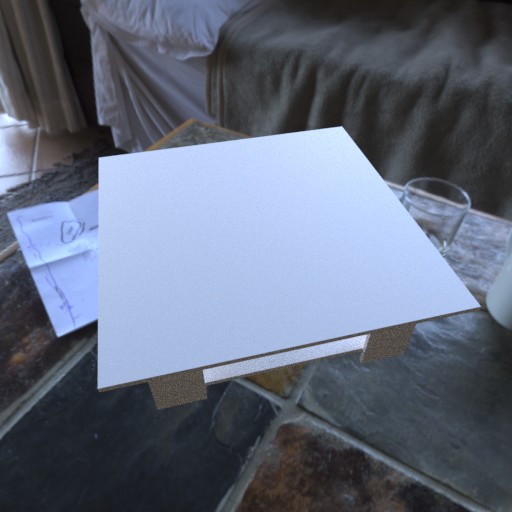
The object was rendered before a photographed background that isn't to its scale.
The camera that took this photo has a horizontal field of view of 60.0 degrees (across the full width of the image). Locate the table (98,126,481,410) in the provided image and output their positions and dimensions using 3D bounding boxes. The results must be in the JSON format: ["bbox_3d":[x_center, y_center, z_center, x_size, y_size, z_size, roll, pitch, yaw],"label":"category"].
[{"bbox_3d":[0.000,0.000,1.397,0.890,0.305,0.890,-10,46,-10],"label":"table"}]
